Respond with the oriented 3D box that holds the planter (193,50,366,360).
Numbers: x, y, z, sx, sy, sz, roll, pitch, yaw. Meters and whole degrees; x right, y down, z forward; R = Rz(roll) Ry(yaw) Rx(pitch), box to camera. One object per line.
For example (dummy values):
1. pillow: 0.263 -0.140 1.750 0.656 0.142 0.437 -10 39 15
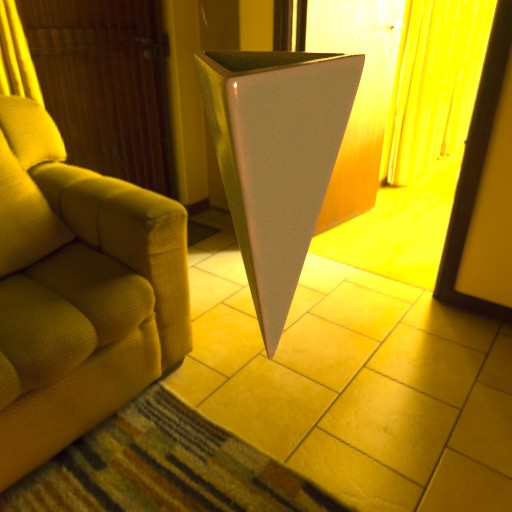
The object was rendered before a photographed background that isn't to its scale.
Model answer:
1. planter: 0.000 0.000 0.215 0.080 0.178 0.064 8 29 15
